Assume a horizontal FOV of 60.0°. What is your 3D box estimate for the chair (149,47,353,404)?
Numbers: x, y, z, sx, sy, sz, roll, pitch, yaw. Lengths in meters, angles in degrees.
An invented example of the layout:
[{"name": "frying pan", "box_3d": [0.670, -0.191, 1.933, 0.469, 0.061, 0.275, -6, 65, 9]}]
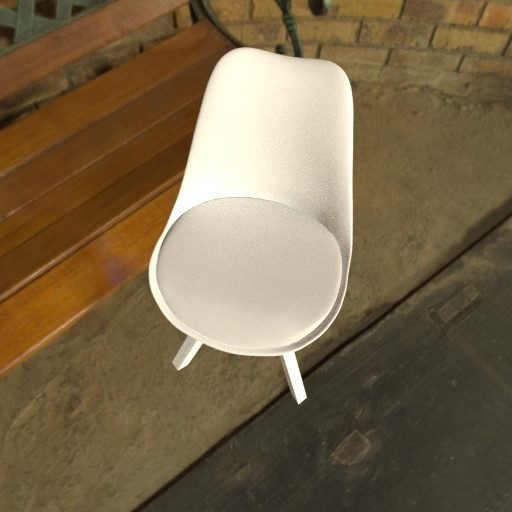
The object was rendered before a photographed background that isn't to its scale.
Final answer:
[{"name": "chair", "box_3d": [0.000, 0.000, 1.184, 0.485, 0.850, 0.550, 13, 60, 8]}]
